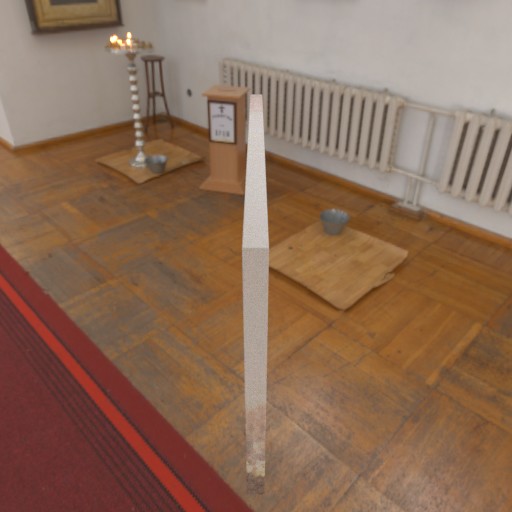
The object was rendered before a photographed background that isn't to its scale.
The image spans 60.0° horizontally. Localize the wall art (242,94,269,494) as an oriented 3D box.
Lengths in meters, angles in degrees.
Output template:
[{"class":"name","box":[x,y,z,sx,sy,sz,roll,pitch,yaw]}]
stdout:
[{"class":"wall art","box":[0.000,0.000,1.156,0.040,0.608,0.916,0,32,0]}]
